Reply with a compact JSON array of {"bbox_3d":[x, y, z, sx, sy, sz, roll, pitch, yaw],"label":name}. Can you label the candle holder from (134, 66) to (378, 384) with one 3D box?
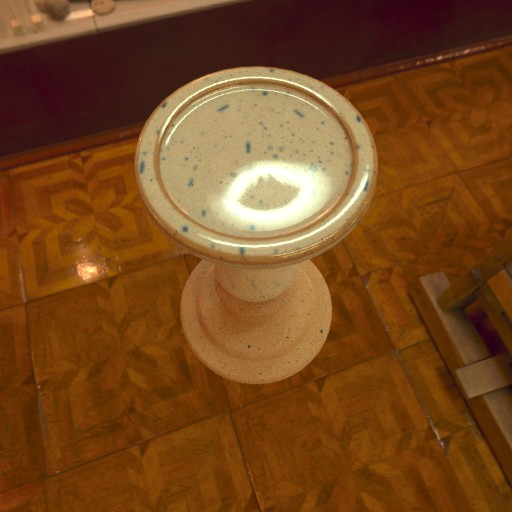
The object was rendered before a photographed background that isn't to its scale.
[{"bbox_3d":[0.000,0.000,0.277,0.123,0.202,0.123,0,64,0],"label":"candle holder"}]
